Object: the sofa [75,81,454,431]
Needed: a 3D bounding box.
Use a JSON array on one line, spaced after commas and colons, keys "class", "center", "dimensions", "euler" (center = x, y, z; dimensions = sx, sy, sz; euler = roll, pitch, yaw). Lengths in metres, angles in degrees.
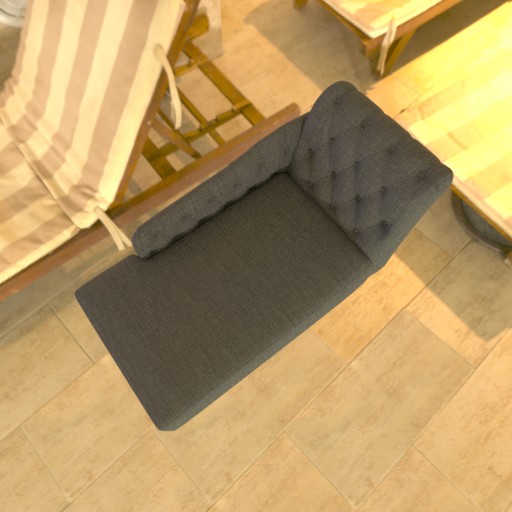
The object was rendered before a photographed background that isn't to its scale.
[{"class": "sofa", "center": [0.000, 0.000, 1.847], "dimensions": [1.379, 0.787, 0.675], "euler": [-35, 69, -15]}]
